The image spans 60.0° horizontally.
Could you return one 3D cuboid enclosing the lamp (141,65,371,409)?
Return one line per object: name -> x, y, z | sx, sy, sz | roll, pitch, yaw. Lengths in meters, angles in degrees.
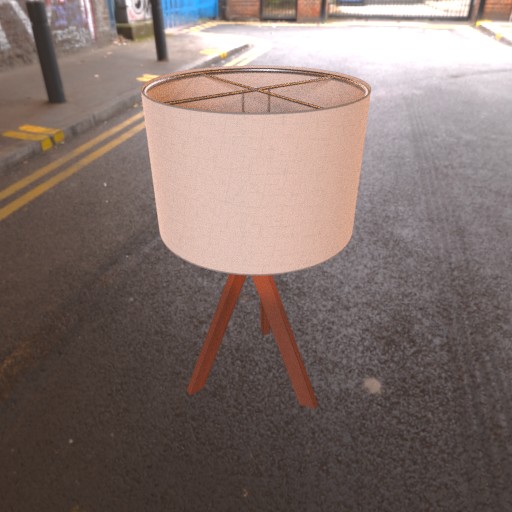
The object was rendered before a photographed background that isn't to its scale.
lamp -> 0.000, 0.000, 0.931 | 0.380, 0.686, 0.380 | -22, 38, -30
